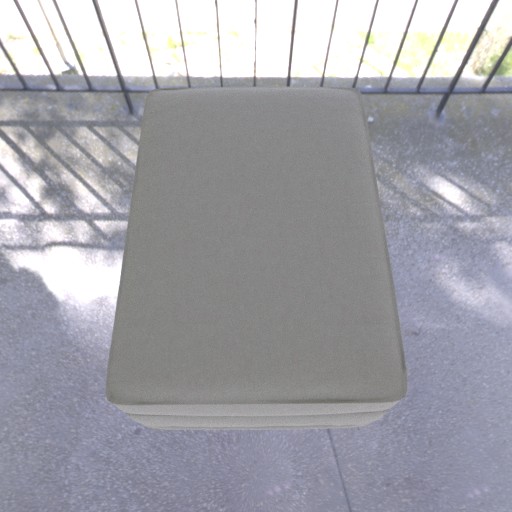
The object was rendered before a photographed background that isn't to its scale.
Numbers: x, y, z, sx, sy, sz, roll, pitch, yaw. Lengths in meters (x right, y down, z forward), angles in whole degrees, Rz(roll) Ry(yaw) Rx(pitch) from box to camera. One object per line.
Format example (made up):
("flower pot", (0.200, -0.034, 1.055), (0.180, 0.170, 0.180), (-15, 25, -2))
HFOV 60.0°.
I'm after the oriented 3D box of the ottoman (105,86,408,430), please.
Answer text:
("ottoman", (0.000, 0.000, 1.188), (0.611, 0.482, 0.848), (0, 63, 0))
